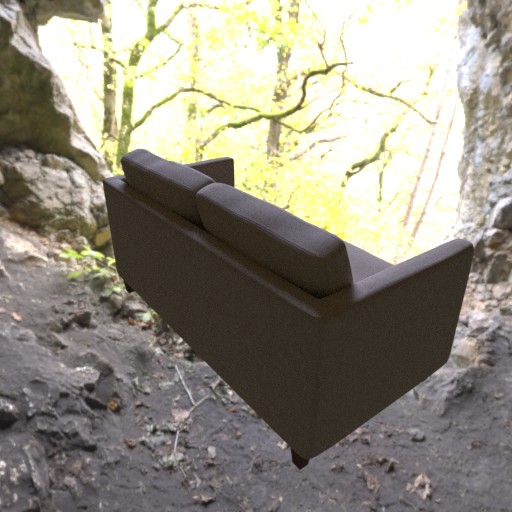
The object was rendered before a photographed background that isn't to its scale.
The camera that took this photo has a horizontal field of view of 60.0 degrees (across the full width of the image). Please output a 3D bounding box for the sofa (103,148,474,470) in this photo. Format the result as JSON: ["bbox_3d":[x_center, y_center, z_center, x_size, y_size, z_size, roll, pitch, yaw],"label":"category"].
[{"bbox_3d":[0.000,0.000,2.378,0.951,0.947,1.884,-19,32,-33],"label":"sofa"}]
